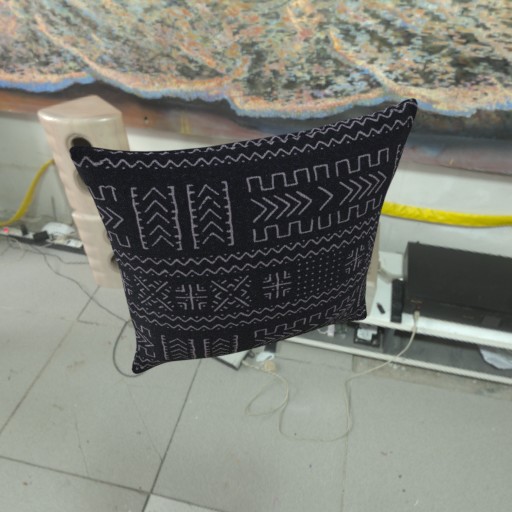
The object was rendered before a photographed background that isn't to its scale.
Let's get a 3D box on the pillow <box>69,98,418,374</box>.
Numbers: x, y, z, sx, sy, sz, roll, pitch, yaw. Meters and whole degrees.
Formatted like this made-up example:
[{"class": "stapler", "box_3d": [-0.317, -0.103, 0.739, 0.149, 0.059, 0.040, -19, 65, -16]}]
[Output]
[{"class": "pillow", "box_3d": [0.000, 0.000, 0.664, 0.438, 0.430, 0.164, -11, 43, -12]}]
